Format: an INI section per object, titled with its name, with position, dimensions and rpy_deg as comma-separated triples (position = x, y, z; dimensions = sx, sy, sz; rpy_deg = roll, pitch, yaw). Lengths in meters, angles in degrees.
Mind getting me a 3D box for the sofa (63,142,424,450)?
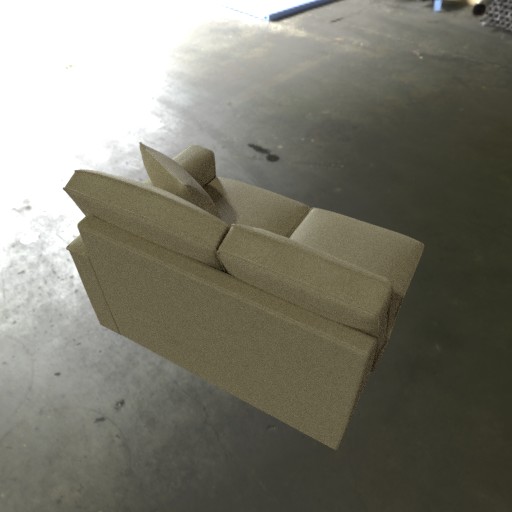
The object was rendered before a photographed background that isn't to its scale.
[sofa]
position = 0.000, 0.000, 2.105
dimensions = 1.388, 0.989, 0.991
rpy_deg = 22, 49, 20
